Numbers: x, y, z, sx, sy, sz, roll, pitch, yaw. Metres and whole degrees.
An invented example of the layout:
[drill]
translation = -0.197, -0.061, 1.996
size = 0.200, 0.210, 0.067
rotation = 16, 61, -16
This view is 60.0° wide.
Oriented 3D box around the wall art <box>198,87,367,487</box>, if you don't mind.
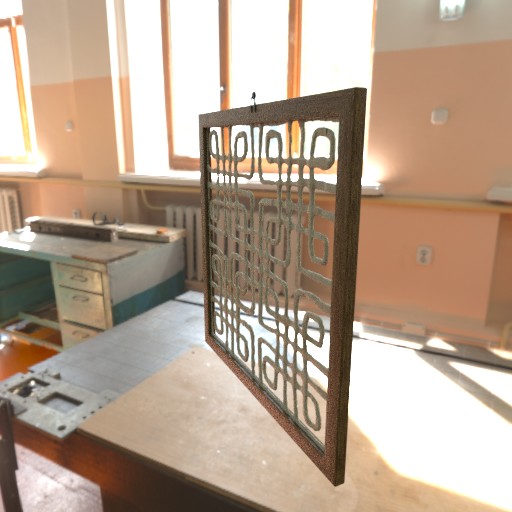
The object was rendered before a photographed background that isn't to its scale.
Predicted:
[wall art]
translation = 0.000, 0.000, 0.835
size = 0.021, 0.582, 0.561
rotation = -7, 16, -26
